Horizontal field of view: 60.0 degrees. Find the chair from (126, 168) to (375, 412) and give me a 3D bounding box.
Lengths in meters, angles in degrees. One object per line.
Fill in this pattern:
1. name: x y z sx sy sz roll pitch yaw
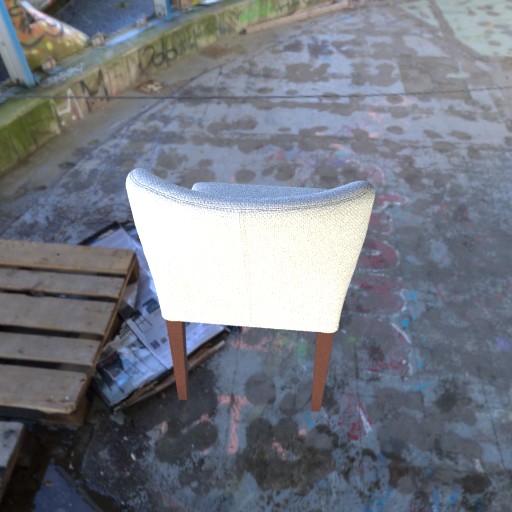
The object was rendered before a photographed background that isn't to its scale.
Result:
1. chair: 0.000 0.000 1.239 0.491 0.839 0.589 4 47 4
